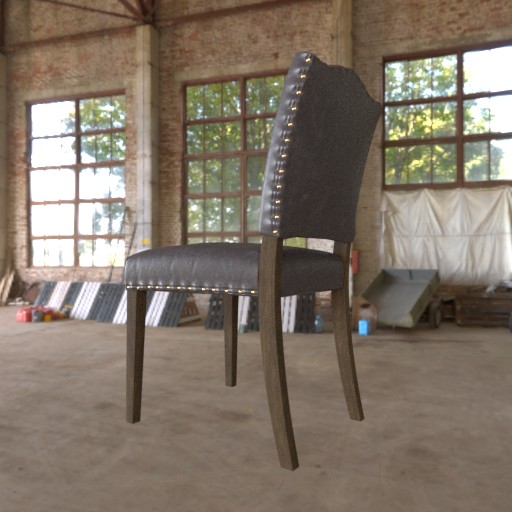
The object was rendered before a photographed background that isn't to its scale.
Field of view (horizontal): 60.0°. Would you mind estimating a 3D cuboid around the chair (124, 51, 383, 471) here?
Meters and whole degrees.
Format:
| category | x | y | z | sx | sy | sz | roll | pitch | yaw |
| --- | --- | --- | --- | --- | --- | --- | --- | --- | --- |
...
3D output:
| category | x | y | z | sx | sy | sz | roll | pitch | yaw |
| --- | --- | --- | --- | --- | --- | --- | --- | --- | --- |
| chair | 0.000 | 0.000 | 1.337 | 0.633 | 0.991 | 0.500 | 0 | 0 | 37 |
